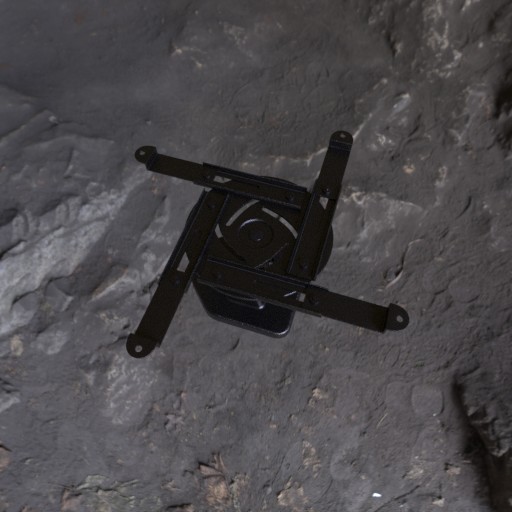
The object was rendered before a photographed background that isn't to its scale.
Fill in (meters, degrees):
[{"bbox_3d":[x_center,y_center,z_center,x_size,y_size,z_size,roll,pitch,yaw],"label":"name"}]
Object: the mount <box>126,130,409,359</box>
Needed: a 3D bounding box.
[{"bbox_3d":[0.000,0.000,0.606,0.394,0.141,0.394,15,60,9],"label":"mount"}]
